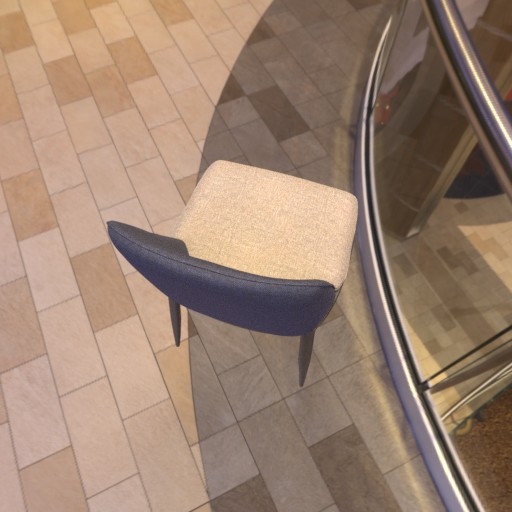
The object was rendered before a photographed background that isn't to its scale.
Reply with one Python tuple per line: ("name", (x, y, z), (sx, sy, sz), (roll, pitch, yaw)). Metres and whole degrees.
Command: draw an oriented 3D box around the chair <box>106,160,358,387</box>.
("chair", (0.000, 0.000, 1.171), (0.480, 0.839, 0.551), (16, 63, 8))
